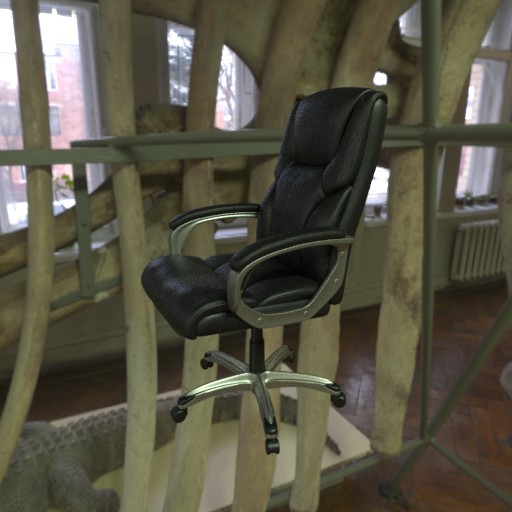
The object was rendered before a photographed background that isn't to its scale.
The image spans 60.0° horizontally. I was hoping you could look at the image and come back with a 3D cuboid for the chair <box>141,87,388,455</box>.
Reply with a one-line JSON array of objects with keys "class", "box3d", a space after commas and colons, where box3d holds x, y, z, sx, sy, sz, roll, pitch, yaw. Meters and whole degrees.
[{"class": "chair", "box3d": [0.000, 0.000, 1.585, 0.739, 1.155, 0.663, -8, 17, -26]}]
